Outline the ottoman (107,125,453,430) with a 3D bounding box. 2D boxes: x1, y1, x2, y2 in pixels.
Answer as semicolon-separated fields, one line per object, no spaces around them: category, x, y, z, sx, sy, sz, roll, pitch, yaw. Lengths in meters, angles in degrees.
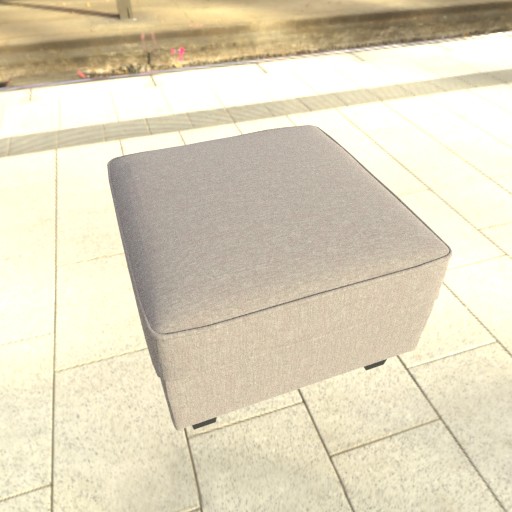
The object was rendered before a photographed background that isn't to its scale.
ottoman;0.000;0.000;1.465;0.808;0.612;0.871;-14;43;-15
